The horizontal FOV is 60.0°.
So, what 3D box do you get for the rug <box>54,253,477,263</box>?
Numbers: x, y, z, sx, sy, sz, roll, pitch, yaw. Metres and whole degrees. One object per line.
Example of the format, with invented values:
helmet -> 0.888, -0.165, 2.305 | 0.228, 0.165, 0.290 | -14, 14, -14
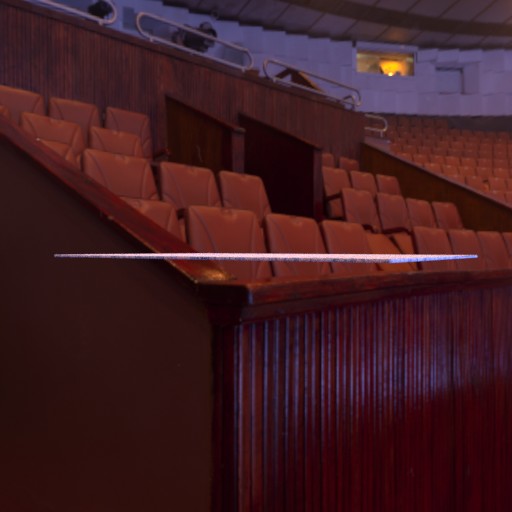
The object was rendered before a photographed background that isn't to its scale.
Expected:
rug -> 0.000, 0.000, 2.995 | 2.439, 0.015, 1.524 | 1, 1, 37
